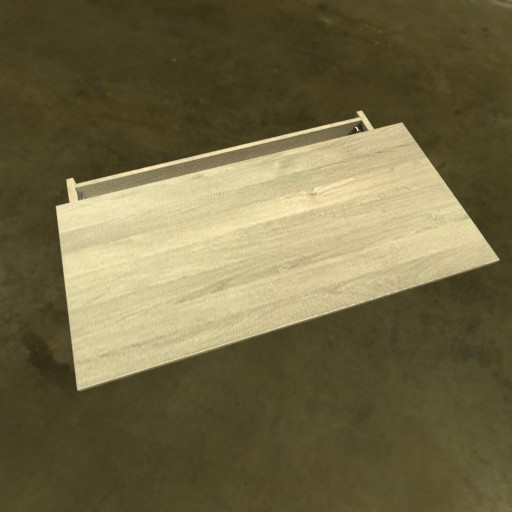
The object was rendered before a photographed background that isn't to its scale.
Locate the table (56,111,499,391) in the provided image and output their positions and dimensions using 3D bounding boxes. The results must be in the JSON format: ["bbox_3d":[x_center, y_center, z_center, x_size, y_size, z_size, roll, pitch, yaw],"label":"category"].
[{"bbox_3d":[0.000,0.000,1.403,1.000,0.570,0.712,-16,60,-9],"label":"table"}]
